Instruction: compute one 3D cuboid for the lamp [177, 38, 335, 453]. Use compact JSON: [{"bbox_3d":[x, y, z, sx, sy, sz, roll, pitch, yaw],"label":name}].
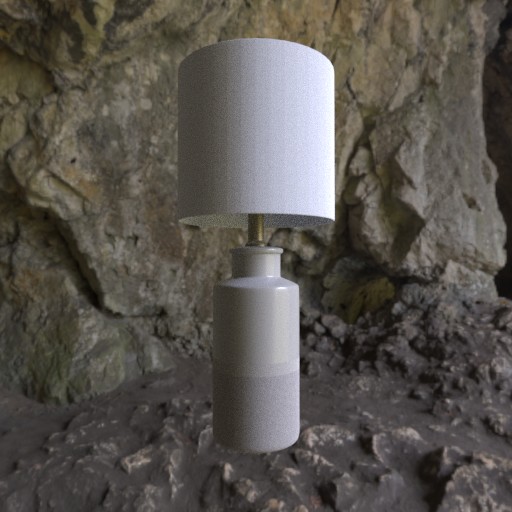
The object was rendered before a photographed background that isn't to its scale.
[{"bbox_3d":[0.000,0.000,0.606,0.212,0.493,0.212,0,-1,-18],"label":"lamp"}]
